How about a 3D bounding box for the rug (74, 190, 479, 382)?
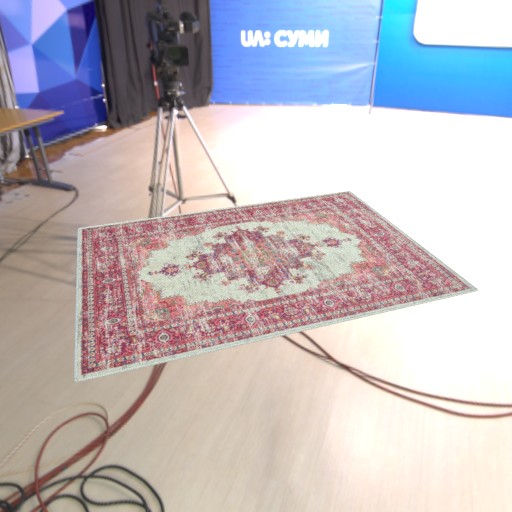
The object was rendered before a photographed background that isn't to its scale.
[{"bbox_3d":[0.000,0.000,2.912,2.232,0.011,1.555,-10,33,-16],"label":"rug"}]
